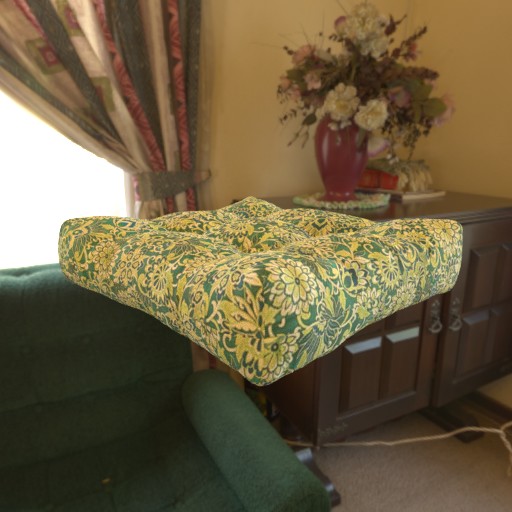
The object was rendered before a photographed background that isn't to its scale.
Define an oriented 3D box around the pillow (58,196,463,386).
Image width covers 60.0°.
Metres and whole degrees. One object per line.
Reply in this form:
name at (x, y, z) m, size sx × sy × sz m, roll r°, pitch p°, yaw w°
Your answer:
pillow at (0.000, 0.000, 0.714) m, size 0.468 × 0.128 × 0.490 m, roll -13°, pitch 19°, yaw -43°
